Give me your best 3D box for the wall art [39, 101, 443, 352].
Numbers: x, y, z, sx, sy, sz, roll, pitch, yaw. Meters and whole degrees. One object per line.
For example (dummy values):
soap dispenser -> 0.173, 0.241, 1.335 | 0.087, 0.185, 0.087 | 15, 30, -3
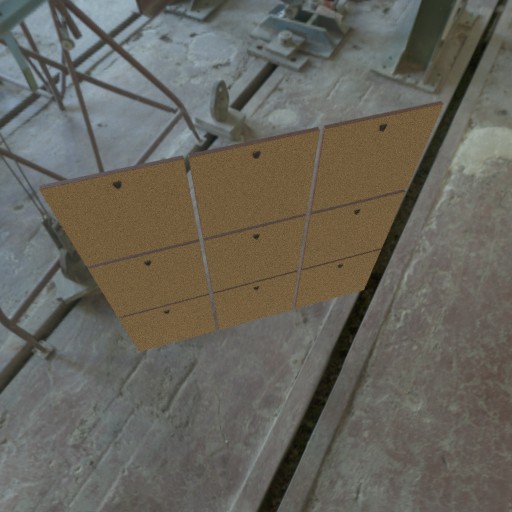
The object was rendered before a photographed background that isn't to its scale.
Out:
wall art -> 0.000, 0.000, 1.802 | 1.221, 1.218, 0.024 | -14, 58, -9
